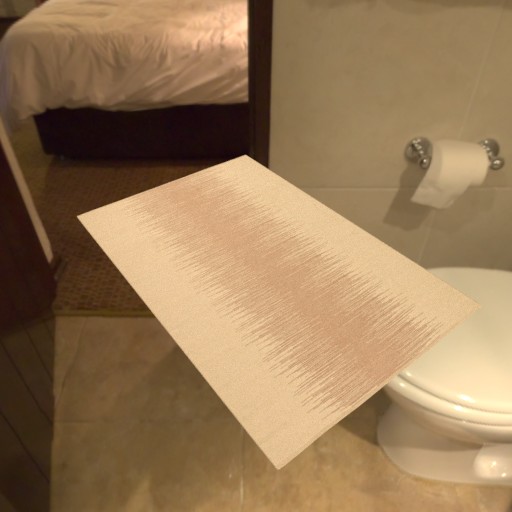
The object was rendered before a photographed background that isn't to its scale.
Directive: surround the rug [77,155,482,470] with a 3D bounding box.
[{"bbox_3d":[0.000,0.000,2.328,1.234,0.006,1.850,-27,47,-28],"label":"rug"}]
